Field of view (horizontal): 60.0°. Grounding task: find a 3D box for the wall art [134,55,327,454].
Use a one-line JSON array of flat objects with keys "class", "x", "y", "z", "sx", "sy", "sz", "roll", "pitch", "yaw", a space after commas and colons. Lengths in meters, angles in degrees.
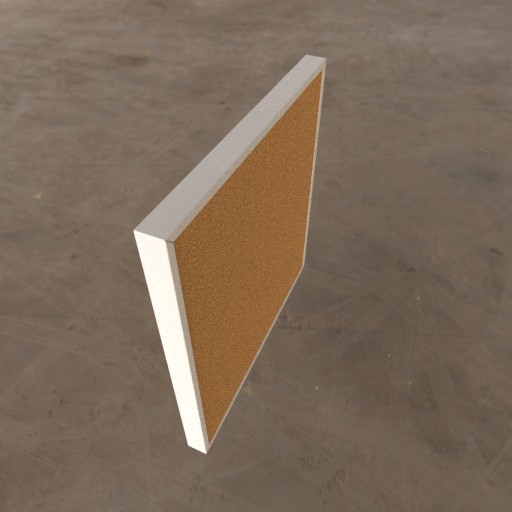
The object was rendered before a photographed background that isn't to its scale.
[{"class": "wall art", "x": 0.000, "y": 0.000, "z": 0.774, "sx": 0.037, "sy": 0.508, "sz": 0.508, "roll": 17, "pitch": 47, "yaw": 17}]
